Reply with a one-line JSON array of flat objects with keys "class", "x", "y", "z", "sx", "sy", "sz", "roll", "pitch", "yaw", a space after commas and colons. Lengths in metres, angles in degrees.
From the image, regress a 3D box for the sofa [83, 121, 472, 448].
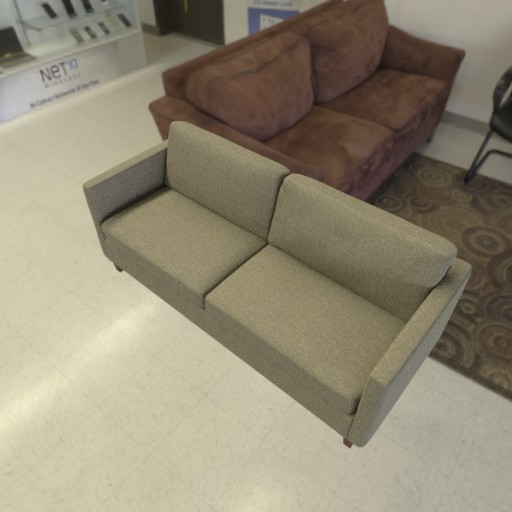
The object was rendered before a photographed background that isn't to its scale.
[{"class": "sofa", "x": 0.000, "y": 0.000, "z": 2.748, "sx": 2.208, "sy": 0.960, "sz": 0.956, "roll": 31, "pitch": 52, "yaw": 28}]
